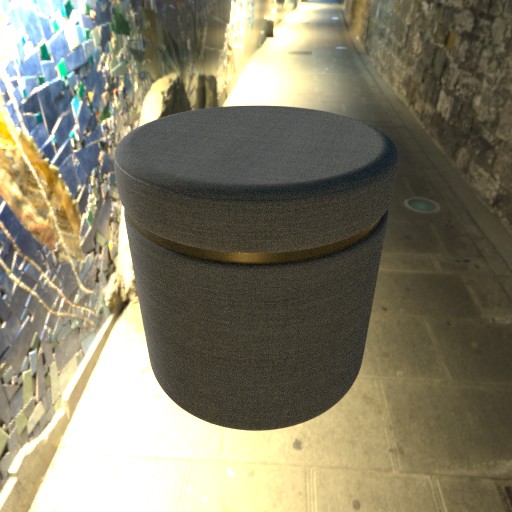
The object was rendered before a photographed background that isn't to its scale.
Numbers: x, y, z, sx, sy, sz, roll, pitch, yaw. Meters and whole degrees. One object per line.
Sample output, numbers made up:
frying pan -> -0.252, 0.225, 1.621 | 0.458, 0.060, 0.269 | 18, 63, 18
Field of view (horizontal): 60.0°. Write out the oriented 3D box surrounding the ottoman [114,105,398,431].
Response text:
ottoman -> 0.000, 0.000, 0.740 | 0.400, 0.406, 0.400 | 0, 32, 0
